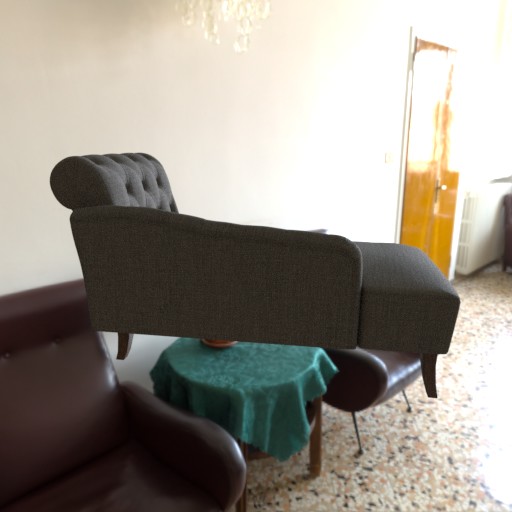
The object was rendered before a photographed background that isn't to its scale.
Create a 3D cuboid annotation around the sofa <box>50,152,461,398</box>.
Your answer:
[{"bbox_3d":[0.000,0.000,1.759,1.379,0.787,0.675,2,15,9],"label":"sofa"}]
